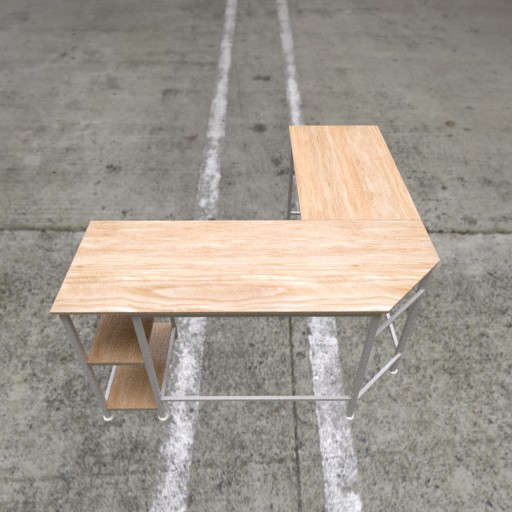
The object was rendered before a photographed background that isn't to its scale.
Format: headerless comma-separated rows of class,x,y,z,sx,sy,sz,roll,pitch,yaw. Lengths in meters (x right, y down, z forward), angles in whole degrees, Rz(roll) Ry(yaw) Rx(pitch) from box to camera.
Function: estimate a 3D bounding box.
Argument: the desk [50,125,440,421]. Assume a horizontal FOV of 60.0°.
desk,0.000,0.000,2.236,1.379,0.739,1.379,0,42,0
